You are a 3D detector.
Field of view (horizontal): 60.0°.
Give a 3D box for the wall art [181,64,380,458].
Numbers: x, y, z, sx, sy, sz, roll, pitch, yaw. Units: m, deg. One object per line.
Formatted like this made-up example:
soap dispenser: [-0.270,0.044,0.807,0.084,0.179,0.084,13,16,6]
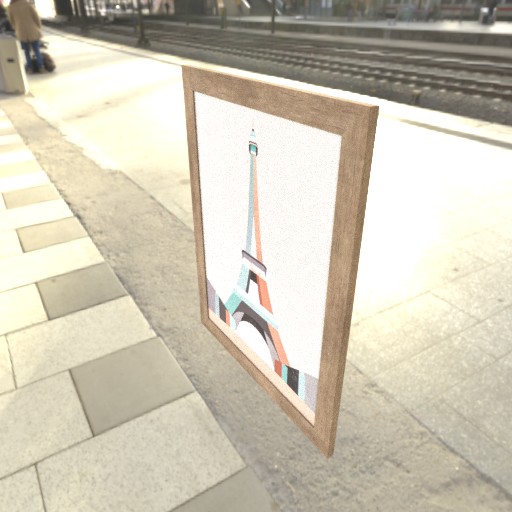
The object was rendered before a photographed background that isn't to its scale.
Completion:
wall art: [0.000,0.000,0.921,0.018,0.686,0.534,-19,35,-29]
